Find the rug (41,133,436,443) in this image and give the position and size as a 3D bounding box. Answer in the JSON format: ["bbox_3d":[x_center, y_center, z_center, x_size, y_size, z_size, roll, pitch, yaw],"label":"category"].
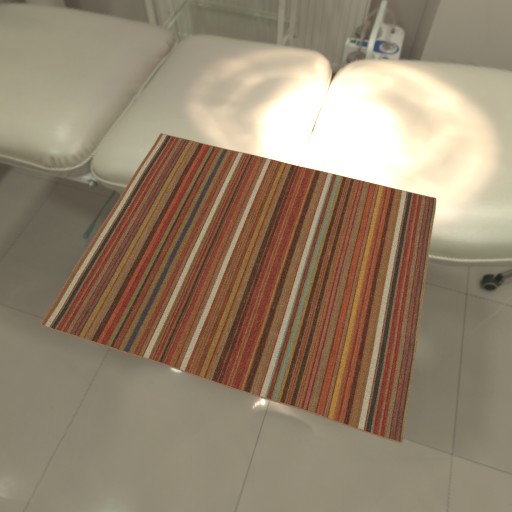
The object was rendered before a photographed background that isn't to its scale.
[{"bbox_3d":[0.000,0.000,4.153,3.092,0.023,2.479,16,59,10],"label":"rug"}]
